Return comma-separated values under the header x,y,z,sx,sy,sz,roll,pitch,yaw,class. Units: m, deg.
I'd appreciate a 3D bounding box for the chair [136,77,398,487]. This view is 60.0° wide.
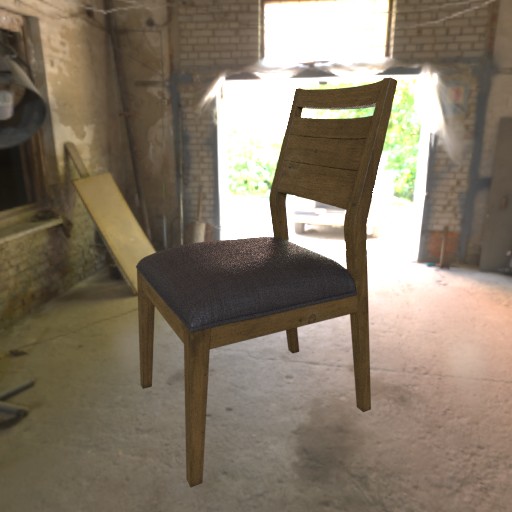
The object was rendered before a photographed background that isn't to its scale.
x,y,z,sx,sy,sz,roll,pitch,yaw,class
0.000,0.000,1.266,0.610,0.939,0.501,-9,19,-26,chair
